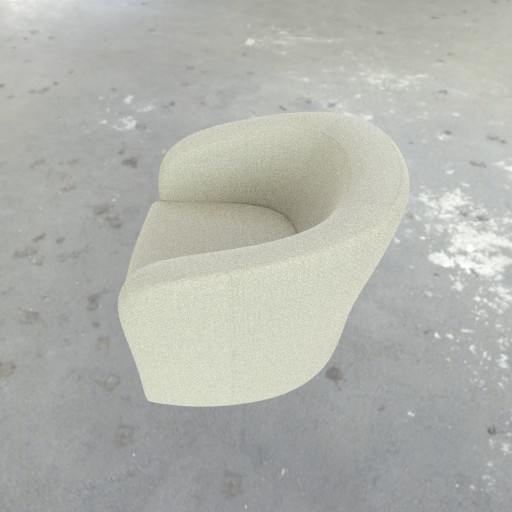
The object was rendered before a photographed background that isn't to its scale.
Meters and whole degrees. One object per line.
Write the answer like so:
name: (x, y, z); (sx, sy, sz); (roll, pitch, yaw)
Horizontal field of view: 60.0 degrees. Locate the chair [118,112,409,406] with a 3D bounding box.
chair: (0.000, 0.000, 1.463); (0.815, 0.771, 0.791); (0, 42, 0)
